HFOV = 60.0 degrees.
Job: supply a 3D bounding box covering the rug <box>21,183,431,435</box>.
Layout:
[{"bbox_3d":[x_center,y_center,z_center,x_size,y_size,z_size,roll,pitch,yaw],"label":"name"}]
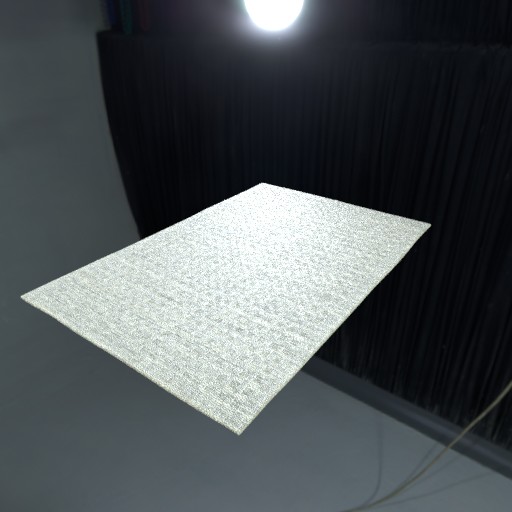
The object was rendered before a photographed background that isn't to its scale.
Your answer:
[{"bbox_3d":[0.000,0.000,2.851,1.532,0.018,2.297,19,34,31],"label":"rug"}]
